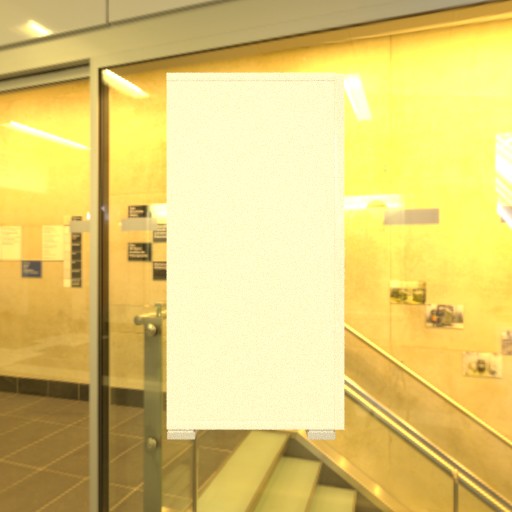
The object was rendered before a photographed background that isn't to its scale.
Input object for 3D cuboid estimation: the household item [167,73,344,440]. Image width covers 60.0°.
[{"bbox_3d":[0.000,0.000,1.698,0.420,0.867,1.300,0,0,0],"label":"household item"}]
